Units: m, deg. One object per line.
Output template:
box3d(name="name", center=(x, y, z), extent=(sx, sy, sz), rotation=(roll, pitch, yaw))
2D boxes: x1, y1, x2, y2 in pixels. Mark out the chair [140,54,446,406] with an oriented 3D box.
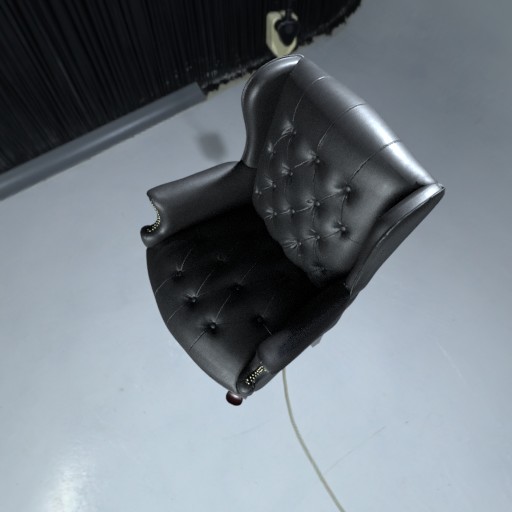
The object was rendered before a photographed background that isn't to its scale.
box3d(name="chair", center=(0.000, 0.000, 1.664), extent=(0.822, 1.133, 0.831), rotation=(-31, 67, -15))
